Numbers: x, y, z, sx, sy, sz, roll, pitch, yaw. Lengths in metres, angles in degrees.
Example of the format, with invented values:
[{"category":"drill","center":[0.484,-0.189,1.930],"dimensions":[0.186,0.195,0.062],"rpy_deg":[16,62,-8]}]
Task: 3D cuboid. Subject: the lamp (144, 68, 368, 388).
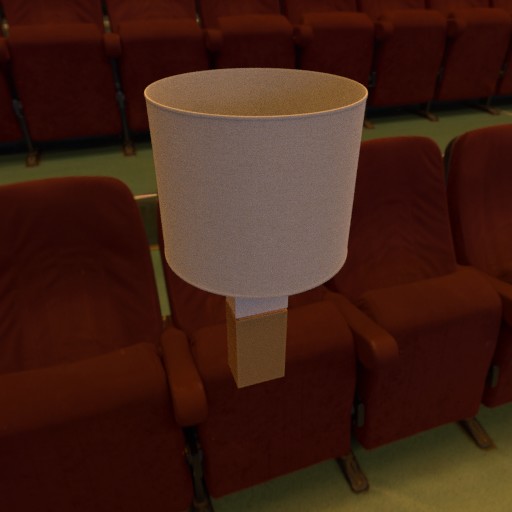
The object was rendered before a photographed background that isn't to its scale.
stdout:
[{"category":"lamp","center":[0.000,0.000,0.575],"dimensions":[0.229,0.417,0.229],"rpy_deg":[-10,34,-16]}]
